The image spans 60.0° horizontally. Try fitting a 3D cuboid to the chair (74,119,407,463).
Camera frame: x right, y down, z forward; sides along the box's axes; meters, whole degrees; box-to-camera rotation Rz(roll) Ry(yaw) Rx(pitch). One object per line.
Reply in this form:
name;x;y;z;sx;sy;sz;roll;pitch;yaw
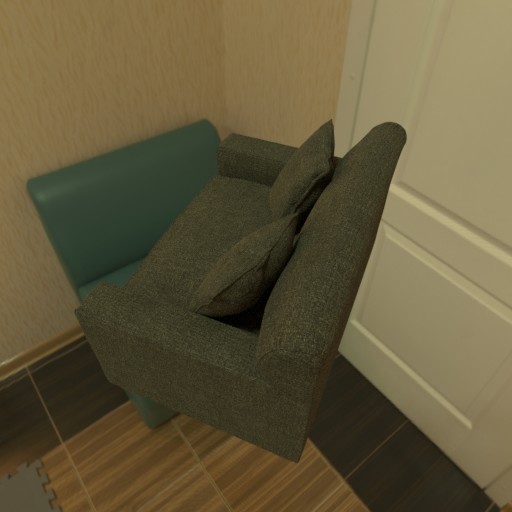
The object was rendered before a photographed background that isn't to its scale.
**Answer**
chair;0.000;0.000;2.092;1.000;0.948;1.383;17;49;16
